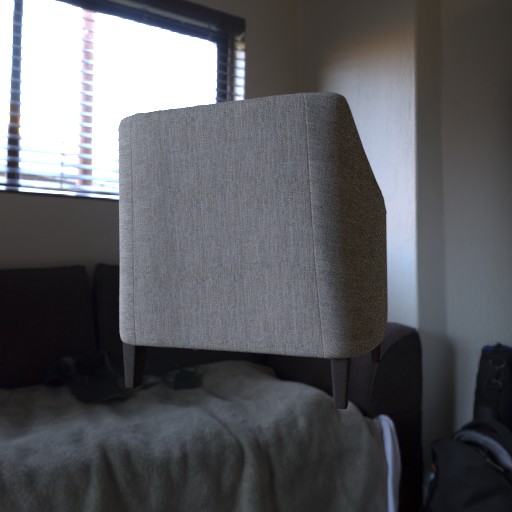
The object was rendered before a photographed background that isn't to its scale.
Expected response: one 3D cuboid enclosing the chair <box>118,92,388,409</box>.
[{"bbox_3d":[0.000,0.000,1.425,0.796,0.761,0.758,0,-1,18],"label":"chair"}]
